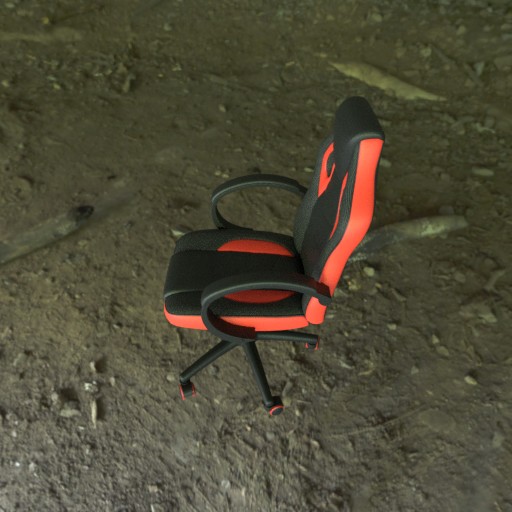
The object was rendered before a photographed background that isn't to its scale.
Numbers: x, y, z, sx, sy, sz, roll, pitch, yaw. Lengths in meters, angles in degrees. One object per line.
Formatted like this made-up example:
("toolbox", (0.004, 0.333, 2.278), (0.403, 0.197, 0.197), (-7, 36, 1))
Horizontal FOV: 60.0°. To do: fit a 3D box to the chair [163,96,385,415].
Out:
("chair", (0.000, 0.000, 1.468), (0.642, 1.016, 0.600), (-1, 42, -1))
